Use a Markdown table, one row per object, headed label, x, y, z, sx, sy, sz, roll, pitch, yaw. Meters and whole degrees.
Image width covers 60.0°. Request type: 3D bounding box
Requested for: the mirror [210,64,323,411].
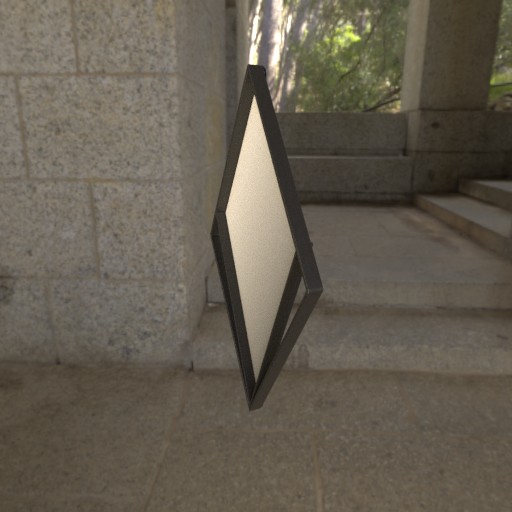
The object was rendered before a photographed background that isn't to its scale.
| label | x | y | z | sx | sy | sz | roll | pitch | yaw |
| --- | --- | --- | --- | --- | --- | --- | --- | --- | --- |
| mirror | 0.000 | 0.000 | 0.850 | 0.032 | 0.679 | 0.419 | -8 | 18 | -25 |
